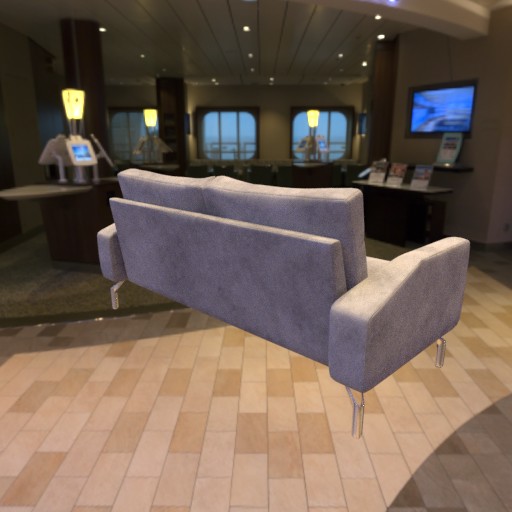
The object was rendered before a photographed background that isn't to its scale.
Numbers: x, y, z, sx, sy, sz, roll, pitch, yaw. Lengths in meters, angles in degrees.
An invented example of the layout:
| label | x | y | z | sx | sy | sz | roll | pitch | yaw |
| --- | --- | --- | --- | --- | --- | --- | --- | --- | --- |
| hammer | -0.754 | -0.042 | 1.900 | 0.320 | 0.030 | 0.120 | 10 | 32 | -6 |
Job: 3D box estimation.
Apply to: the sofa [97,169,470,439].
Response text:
| label | x | y | z | sx | sy | sz | roll | pitch | yaw |
| --- | --- | --- | --- | --- | --- | --- | --- | --- | --- |
| sofa | 0.000 | 0.000 | 2.310 | 1.837 | 0.859 | 0.849 | 14 | 21 | 43 |
